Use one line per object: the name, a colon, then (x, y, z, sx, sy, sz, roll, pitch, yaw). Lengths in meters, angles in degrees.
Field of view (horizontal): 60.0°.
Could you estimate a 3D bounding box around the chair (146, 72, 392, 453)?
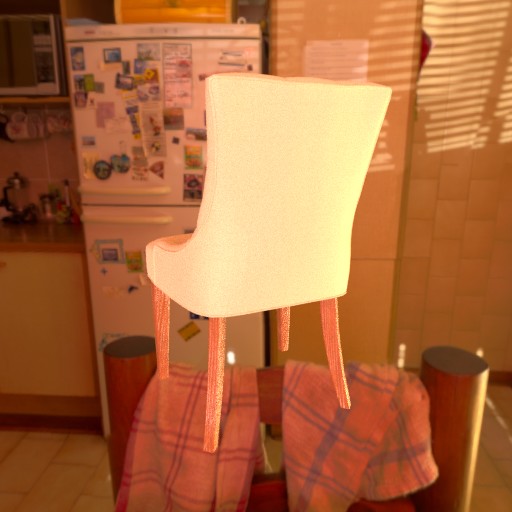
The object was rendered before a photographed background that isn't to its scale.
chair: (0.000, 0.000, 1.232, 0.509, 0.874, 0.565, -7, 16, -25)
